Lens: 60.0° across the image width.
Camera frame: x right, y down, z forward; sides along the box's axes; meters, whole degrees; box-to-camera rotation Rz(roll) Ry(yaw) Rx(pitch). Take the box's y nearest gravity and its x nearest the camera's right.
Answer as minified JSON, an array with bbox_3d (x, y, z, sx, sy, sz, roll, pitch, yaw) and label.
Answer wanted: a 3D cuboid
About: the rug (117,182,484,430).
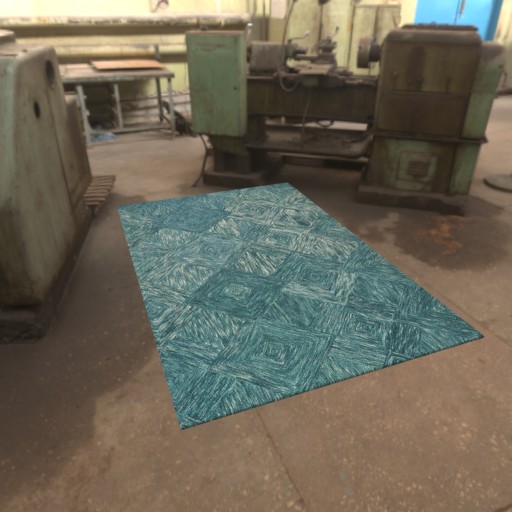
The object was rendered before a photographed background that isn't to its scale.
[{"bbox_3d":[0.000,0.000,2.832,1.490,0.015,2.277,-11,31,-18],"label":"rug"}]
